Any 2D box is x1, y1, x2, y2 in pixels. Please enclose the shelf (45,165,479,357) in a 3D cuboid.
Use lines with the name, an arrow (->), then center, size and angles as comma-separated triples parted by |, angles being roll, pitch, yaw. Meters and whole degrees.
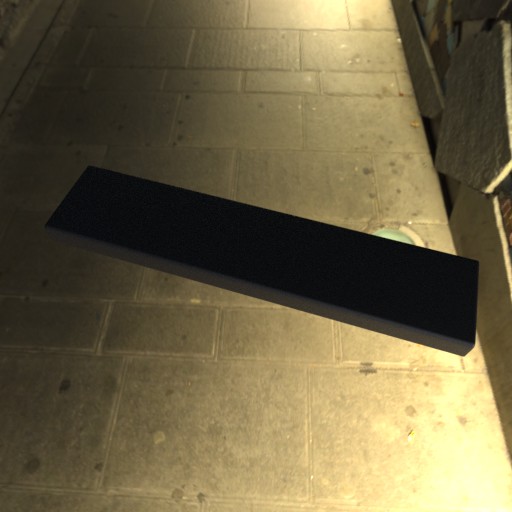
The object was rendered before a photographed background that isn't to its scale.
shelf -> 0.000, 0.000, 0.493 | 0.456, 0.053, 0.102 | 15, 58, 10
